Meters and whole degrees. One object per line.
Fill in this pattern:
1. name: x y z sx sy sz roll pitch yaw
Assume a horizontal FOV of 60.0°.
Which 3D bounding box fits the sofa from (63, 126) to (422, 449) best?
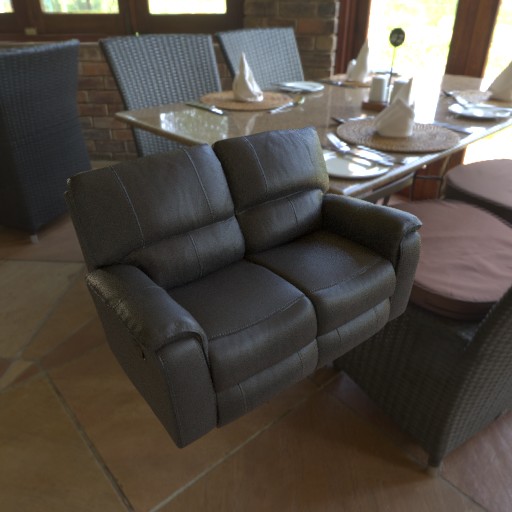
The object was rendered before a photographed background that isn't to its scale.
1. sofa: 0.000 0.000 2.481 1.765 1.111 1.104 -21 36 -32
